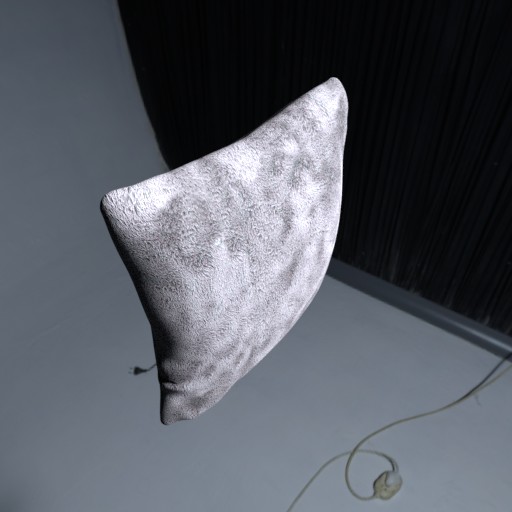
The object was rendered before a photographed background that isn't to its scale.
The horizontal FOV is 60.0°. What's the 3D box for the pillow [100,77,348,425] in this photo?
[{"bbox_3d":[0.000,0.000,0.803,0.204,0.520,0.522,27,48,27],"label":"pillow"}]
